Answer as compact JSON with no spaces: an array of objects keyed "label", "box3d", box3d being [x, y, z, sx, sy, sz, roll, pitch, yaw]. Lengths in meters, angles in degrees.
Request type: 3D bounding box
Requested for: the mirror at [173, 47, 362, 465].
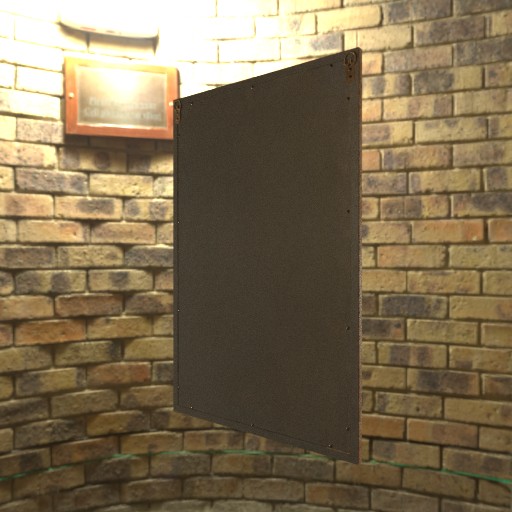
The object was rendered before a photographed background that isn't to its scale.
[{"label":"mirror","box3d":[0.000,0.000,0.987,0.495,0.787,0.058,0,0,36]}]
